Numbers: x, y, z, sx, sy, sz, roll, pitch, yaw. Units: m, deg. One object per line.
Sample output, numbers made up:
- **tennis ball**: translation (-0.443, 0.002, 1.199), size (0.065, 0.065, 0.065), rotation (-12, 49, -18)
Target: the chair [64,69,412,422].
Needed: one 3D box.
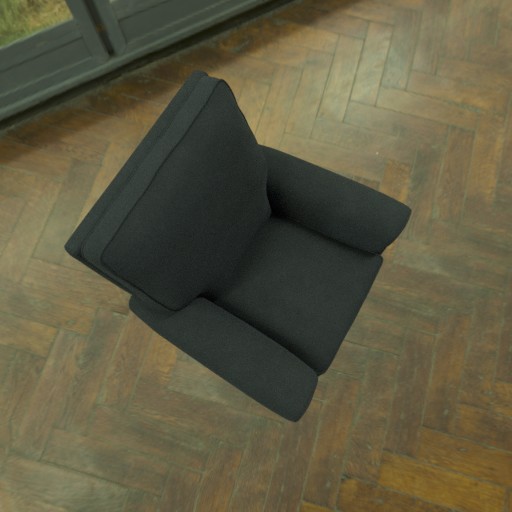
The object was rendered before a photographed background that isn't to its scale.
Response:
- **chair**: translation (0.000, 0.000, 1.663), size (0.878, 0.961, 0.890), rotation (30, 77, 8)
